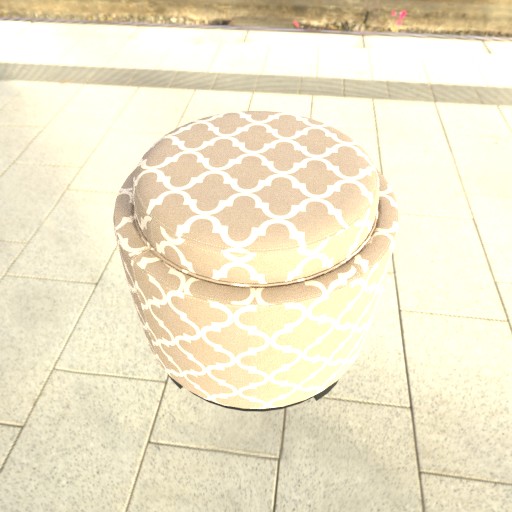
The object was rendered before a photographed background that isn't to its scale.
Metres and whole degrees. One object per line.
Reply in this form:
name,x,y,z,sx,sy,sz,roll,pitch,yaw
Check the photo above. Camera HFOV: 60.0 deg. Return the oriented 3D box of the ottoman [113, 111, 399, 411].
ottoman,0.000,0.000,0.850,0.480,0.429,0.480,0,45,0
